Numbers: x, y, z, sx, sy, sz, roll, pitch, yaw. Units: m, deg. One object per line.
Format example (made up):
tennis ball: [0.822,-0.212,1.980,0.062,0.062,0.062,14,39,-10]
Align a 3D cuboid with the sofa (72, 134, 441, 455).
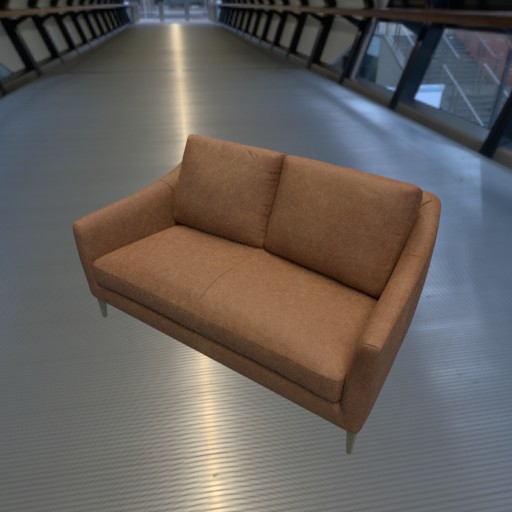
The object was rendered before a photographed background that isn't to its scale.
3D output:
sofa: [0.000,0.000,2.201,1.619,0.902,0.960,20,36,30]
